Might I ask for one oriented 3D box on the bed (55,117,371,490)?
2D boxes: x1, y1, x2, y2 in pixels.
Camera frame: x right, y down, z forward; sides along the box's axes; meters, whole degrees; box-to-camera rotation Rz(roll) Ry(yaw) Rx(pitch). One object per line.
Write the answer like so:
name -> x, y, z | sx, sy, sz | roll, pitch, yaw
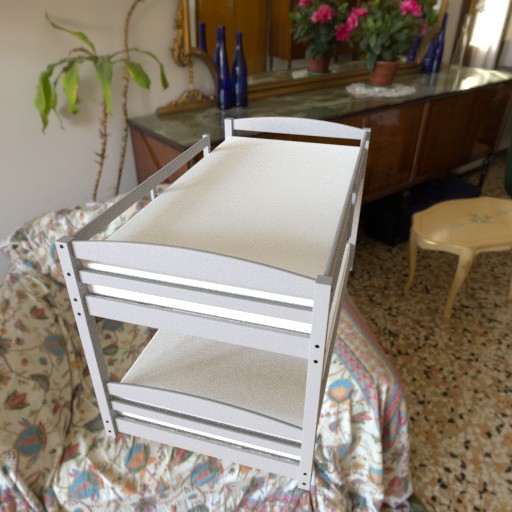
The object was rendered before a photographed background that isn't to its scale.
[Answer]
bed -> 0.000, 0.000, 2.710 | 1.105, 1.206, 2.013 | 9, 32, 14
